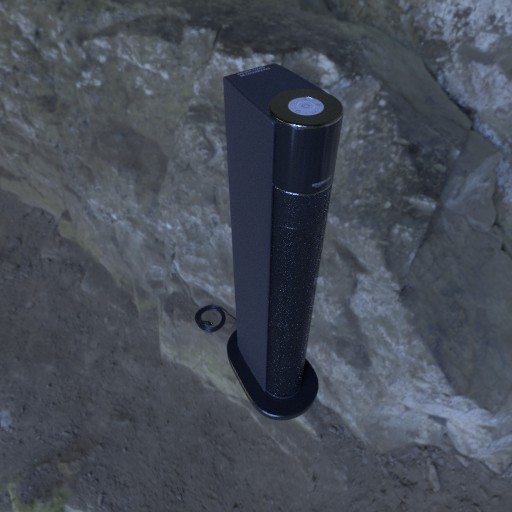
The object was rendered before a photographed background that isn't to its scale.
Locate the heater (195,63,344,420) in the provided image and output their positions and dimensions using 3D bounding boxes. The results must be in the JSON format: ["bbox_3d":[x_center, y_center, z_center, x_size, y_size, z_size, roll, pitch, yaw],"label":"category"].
[{"bbox_3d":[0.000,0.000,1.025,0.214,0.856,0.458,-24,51,-21],"label":"heater"}]
